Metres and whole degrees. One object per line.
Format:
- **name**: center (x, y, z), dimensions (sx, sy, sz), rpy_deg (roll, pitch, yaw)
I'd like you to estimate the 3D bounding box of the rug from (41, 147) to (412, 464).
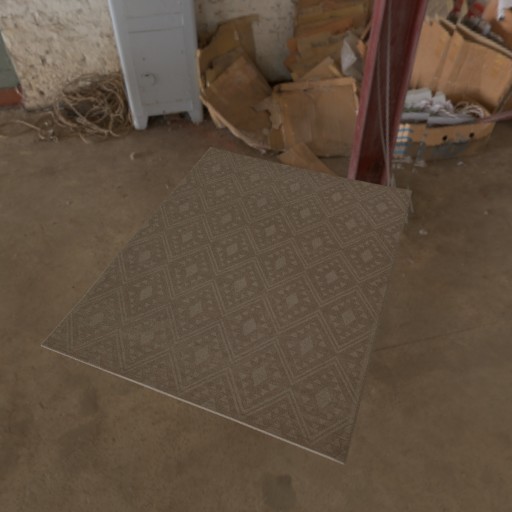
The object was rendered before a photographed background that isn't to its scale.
- **rug**: center (0.000, 0.000, 4.074), dimensions (2.399, 0.054, 3.011), rpy_deg (16, 48, 15)
